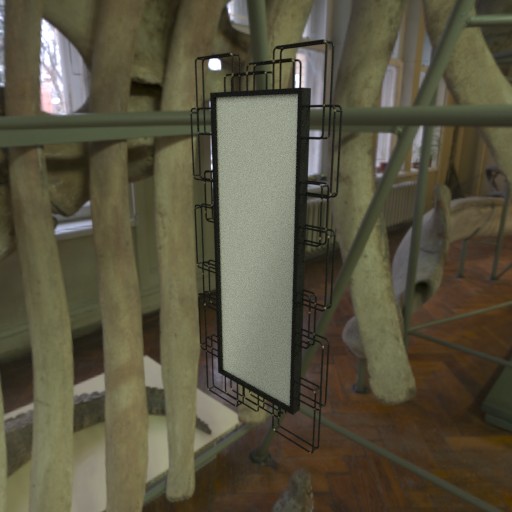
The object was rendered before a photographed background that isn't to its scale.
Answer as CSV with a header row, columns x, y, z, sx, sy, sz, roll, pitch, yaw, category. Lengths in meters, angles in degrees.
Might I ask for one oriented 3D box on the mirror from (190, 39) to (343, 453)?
x,y,z,sx,sy,sz,roll,pitch,yaw,category
0.000,0.000,1.402,0.565,1.192,0.037,16,23,41,mirror
